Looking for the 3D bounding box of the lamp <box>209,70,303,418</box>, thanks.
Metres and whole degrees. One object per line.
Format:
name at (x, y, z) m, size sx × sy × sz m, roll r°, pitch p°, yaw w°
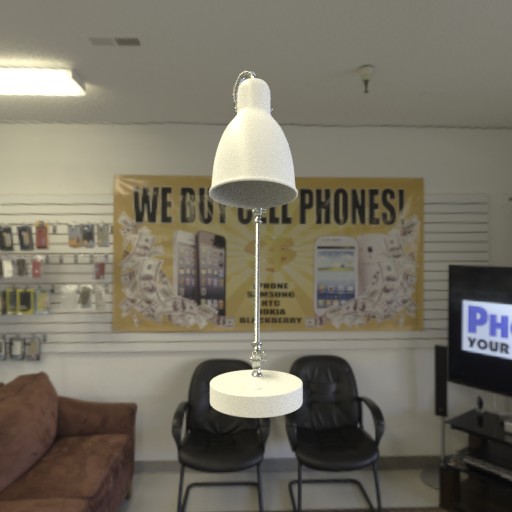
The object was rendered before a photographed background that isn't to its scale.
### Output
lamp at (0.000, 0.000, 0.865) m, size 0.187 × 0.587 × 0.561 m, roll 0°, pitch 0°, yaw 1°
